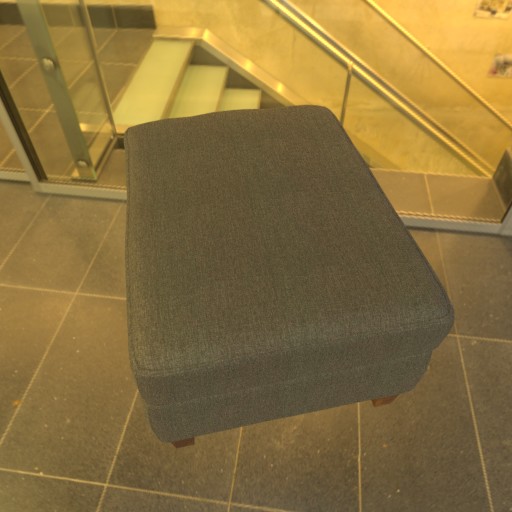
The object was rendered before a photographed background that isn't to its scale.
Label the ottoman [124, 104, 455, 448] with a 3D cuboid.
[{"bbox_3d":[0.000,0.000,1.193,0.639,0.496,0.826,-9,48,-8],"label":"ottoman"}]
